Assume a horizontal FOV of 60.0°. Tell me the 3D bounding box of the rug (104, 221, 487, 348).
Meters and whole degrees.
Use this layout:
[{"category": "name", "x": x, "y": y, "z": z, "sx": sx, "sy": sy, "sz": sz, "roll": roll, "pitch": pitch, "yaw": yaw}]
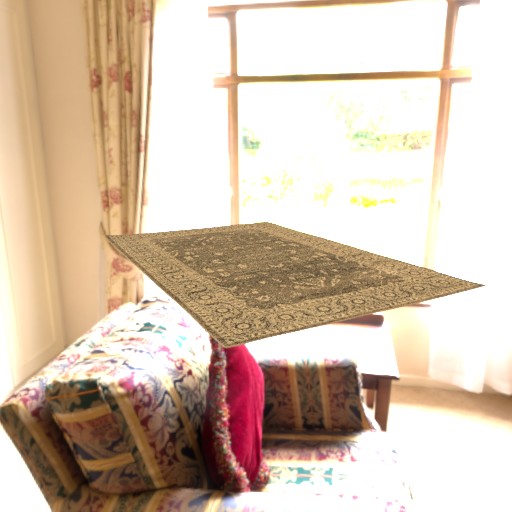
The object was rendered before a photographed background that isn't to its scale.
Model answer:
[{"category": "rug", "x": 0.000, "y": 0.000, "z": 2.341, "sx": 1.209, "sy": 0.019, "sz": 1.828, "roll": -8, "pitch": 16, "yaw": -28}]
